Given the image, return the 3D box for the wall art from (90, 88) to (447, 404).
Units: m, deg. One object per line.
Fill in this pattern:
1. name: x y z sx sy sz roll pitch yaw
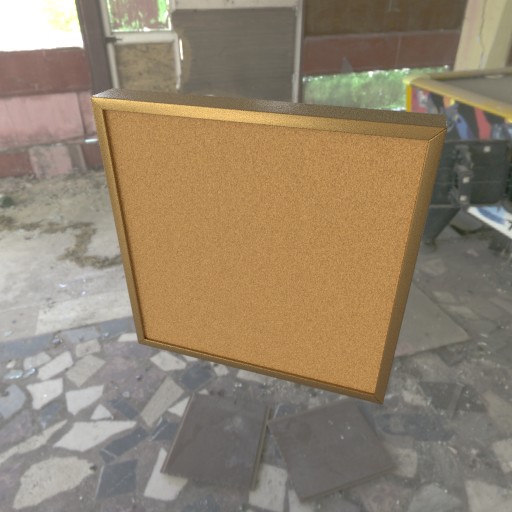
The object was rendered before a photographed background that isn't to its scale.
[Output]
1. wall art: 0.000 0.000 0.458 0.305 0.305 0.037 10 34 15
